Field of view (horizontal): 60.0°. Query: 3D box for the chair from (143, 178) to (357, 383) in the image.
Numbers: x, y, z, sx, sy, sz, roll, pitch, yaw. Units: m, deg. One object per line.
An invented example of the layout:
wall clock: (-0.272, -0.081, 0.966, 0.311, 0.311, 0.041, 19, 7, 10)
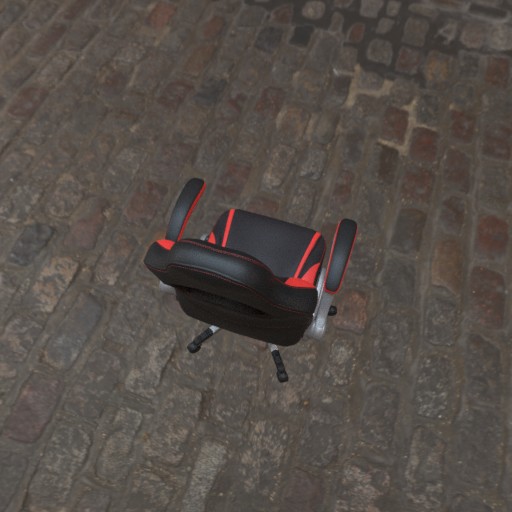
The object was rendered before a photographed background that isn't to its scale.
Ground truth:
chair: (0.000, 0.000, 1.646, 0.758, 1.165, 0.712, 16, 64, 8)
